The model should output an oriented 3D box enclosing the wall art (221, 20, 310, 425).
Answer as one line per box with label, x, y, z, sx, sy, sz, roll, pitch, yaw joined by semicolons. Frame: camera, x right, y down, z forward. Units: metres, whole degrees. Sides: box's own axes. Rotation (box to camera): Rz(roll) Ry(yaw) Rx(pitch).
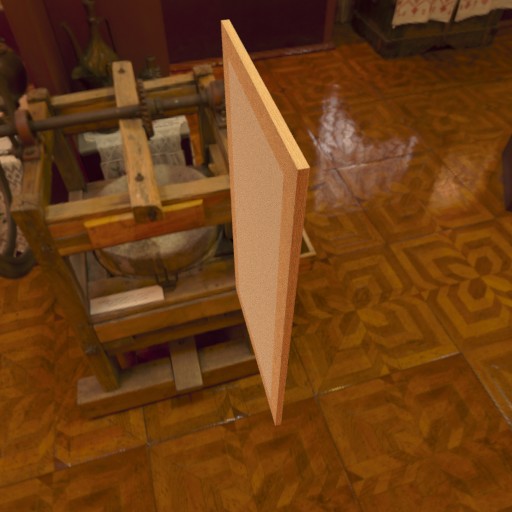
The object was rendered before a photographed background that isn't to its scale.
wall art;0.000;0.000;0.819;0.013;0.683;0.381;-11;50;-10
